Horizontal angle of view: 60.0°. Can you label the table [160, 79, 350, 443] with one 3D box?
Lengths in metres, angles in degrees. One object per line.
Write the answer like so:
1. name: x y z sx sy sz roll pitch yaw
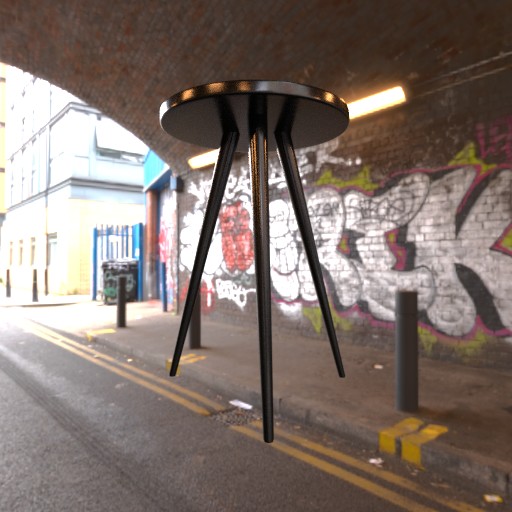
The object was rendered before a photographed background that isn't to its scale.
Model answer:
1. table: 0.000 0.000 0.851 0.403 0.548 0.415 0 -1 0
